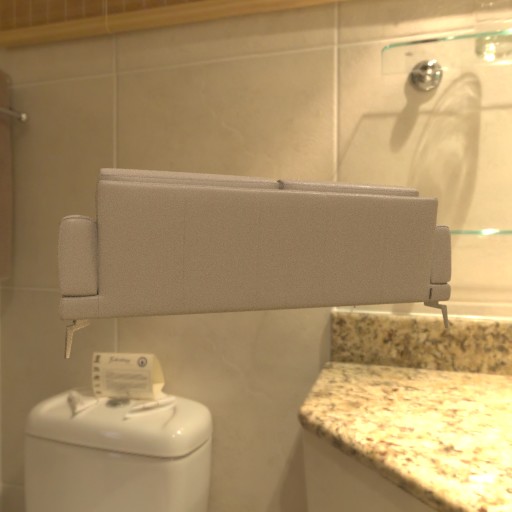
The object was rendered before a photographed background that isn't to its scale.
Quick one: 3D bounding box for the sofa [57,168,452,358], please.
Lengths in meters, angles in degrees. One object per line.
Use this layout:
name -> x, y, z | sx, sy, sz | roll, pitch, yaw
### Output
sofa -> 0.000, 0.000, 2.411 | 1.940, 0.765, 0.974 | 0, 1, -21
